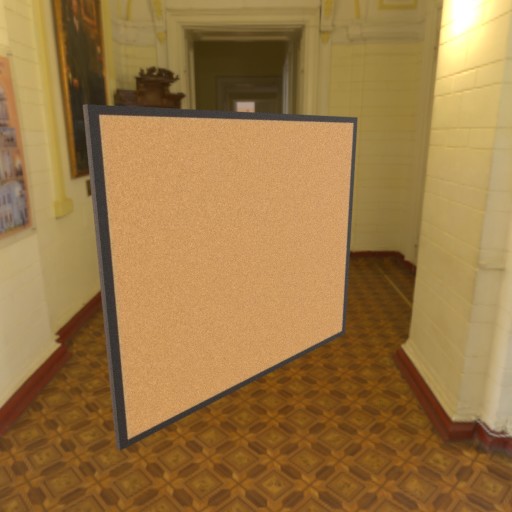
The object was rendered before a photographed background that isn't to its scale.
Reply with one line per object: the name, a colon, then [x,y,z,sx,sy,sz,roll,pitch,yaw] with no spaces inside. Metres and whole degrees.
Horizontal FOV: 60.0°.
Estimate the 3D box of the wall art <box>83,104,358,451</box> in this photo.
wall art: [0.000,0.000,1.422,1.033,0.875,0.023,-14,21,-42]
